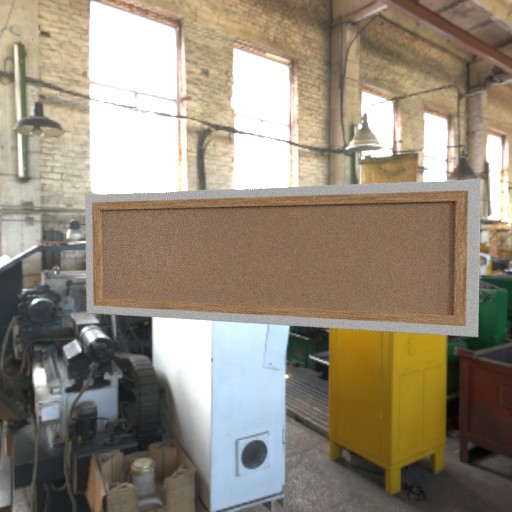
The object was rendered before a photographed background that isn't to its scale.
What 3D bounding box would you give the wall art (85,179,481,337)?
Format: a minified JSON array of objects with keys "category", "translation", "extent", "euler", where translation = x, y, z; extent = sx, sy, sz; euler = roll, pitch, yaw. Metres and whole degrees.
[{"category":"wall art","translation":[0.000,0.000,1.675],"extent":[1.520,0.507,0.039],"euler":[1,2,18]}]
